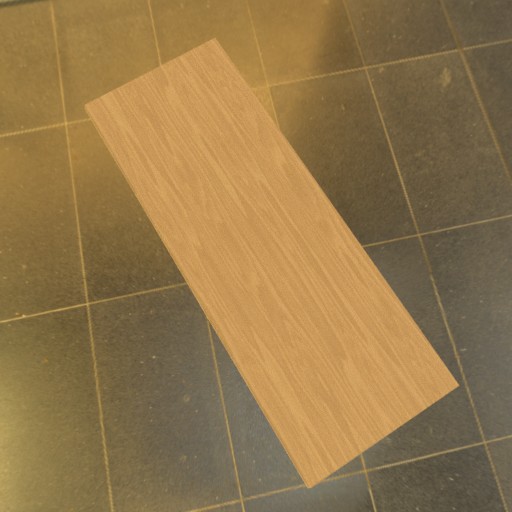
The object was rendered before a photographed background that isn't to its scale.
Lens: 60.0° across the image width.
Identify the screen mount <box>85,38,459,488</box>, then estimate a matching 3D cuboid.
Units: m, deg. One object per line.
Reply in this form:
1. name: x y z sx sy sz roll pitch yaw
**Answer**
1. screen mount: 0.000 0.000 1.291 0.406 0.432 1.084 -31 78 -7
